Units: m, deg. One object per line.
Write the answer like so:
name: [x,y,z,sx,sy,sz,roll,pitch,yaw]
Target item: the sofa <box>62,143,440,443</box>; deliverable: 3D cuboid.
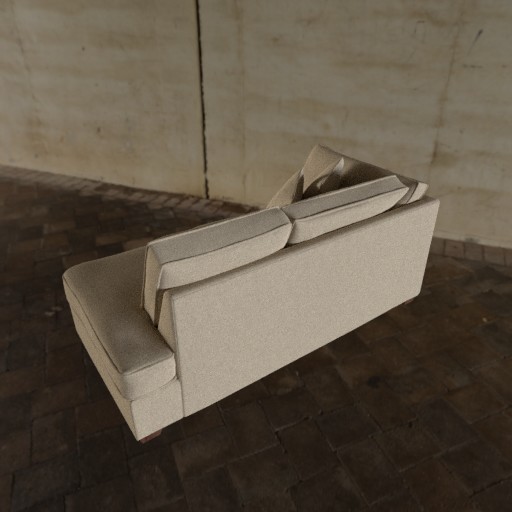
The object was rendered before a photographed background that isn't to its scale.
sofa: [0.000,0.000,2.895,2.237,1.033,1.110,-19,35,-30]
